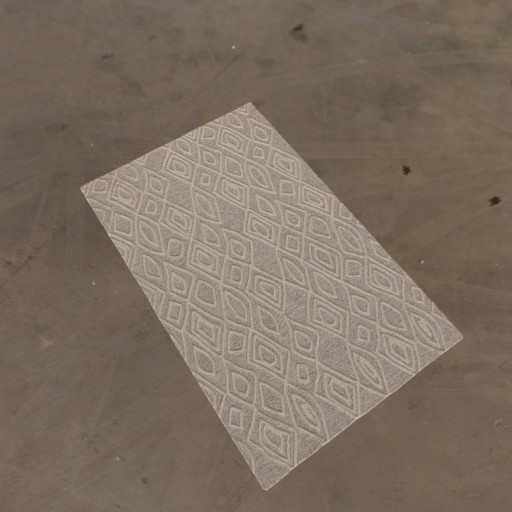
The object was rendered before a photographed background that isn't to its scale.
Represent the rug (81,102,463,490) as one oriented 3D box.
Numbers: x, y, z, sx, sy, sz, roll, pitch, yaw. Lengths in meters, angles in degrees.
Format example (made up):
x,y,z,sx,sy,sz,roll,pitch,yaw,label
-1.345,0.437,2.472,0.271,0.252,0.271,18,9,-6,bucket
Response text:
x,y,z,sx,sy,sz,roll,pitch,yaw,label
0.000,0.000,3.067,1.546,0.010,2.442,-31,68,-14,rug
